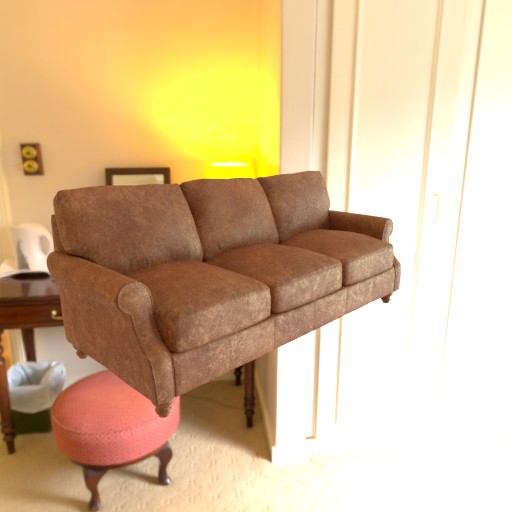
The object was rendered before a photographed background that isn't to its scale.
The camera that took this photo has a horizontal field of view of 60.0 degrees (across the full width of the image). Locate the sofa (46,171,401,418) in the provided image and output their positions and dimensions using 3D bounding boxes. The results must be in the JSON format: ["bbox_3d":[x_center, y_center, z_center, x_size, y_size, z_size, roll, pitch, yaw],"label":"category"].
[{"bbox_3d":[0.000,0.000,2.852,0.973,0.977,2.351,14,20,43],"label":"sofa"}]
